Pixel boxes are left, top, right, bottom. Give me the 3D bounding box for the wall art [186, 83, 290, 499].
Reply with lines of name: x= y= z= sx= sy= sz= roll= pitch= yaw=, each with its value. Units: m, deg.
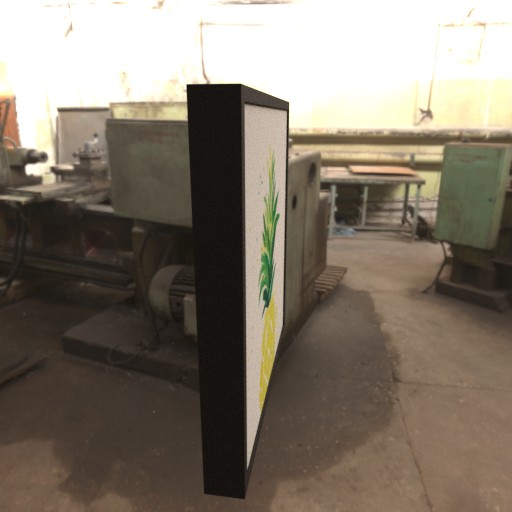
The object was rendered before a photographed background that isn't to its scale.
wall art: x=0.000 y=0.000 z=0.448 sx=0.033 sy=0.304 sz=0.305 roll=3 pitch=17 yaw=9
